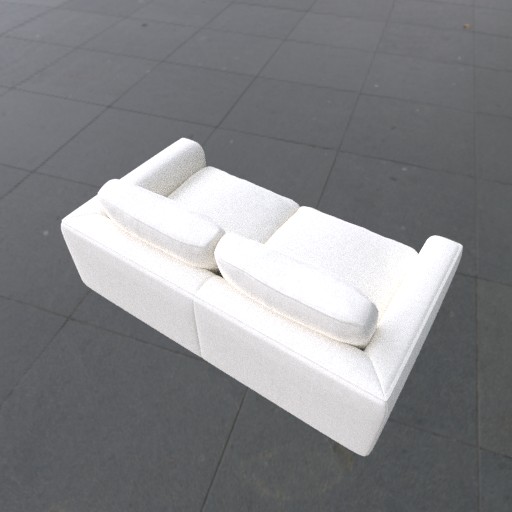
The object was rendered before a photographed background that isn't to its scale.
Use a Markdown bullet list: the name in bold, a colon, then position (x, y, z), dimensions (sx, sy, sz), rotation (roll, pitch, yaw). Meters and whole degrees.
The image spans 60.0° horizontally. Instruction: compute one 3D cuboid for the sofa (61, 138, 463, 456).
- **sofa**: position (0.000, 0.000, 2.447), dimensions (1.920, 0.801, 1.069), rotation (26, 51, 23)
